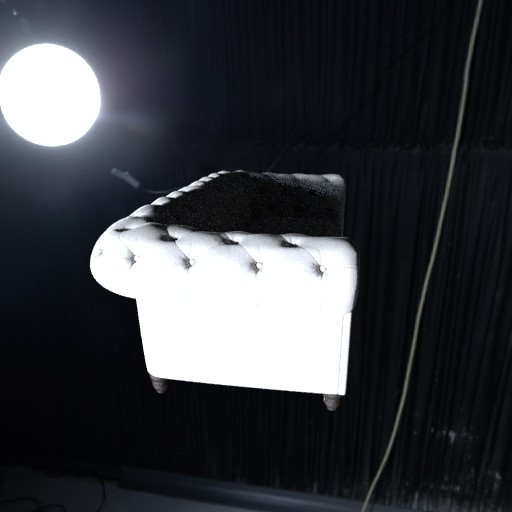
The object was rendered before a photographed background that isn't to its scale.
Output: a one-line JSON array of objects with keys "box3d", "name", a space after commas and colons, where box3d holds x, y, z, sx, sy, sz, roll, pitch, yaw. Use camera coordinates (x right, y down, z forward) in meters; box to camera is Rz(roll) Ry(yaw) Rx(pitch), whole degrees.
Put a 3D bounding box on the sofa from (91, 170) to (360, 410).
[{"box3d": [0.000, 0.000, 2.457, 0.986, 0.764, 1.998, 3, 18, 9], "name": "sofa"}]
